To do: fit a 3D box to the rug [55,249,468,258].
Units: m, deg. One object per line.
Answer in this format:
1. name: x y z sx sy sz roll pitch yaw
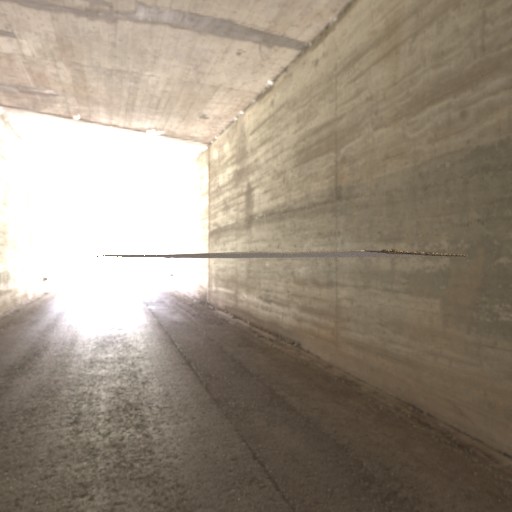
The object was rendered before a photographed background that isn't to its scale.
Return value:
1. rug: 0.000 0.000 2.370 1.861 0.017 1.218 -1 -1 36
